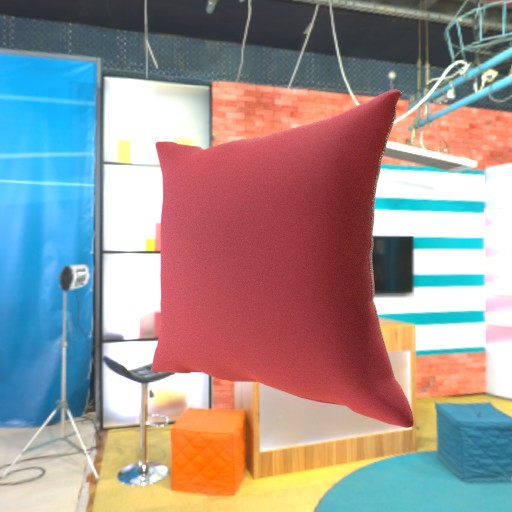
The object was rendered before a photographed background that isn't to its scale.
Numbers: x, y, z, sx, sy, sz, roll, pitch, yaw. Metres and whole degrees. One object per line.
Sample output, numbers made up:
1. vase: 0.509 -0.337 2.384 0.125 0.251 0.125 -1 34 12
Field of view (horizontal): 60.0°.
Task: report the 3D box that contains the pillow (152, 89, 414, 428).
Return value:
1. pillow: 0.000 0.000 0.805 0.559 0.501 0.229 -1 -1 36
